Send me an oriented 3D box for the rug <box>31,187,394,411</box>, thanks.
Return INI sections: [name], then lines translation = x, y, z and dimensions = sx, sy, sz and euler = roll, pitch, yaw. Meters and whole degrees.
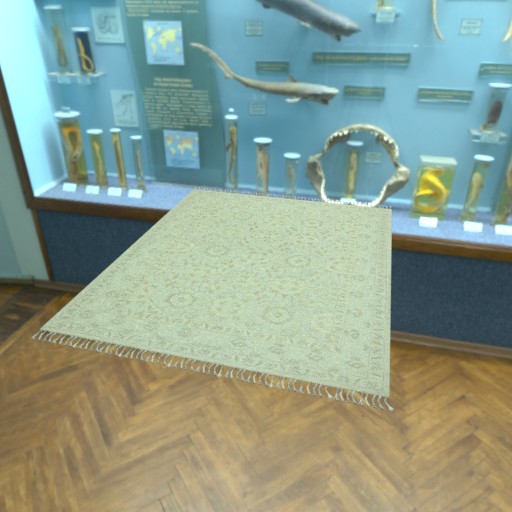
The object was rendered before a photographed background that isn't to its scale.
[rug]
translation = 0.000, 0.000, 4.046
dimensions = 2.444, 0.013, 3.043
euler = 8, 30, 13
